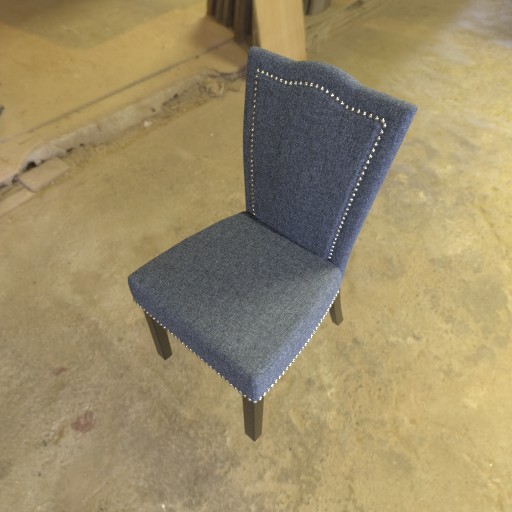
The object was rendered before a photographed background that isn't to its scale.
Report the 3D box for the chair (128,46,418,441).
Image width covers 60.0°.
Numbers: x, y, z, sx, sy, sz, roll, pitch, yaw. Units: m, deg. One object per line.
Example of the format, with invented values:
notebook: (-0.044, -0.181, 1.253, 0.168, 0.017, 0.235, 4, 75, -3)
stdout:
chair: (0.000, 0.000, 1.287, 0.518, 0.946, 0.589, 33, 55, 27)
